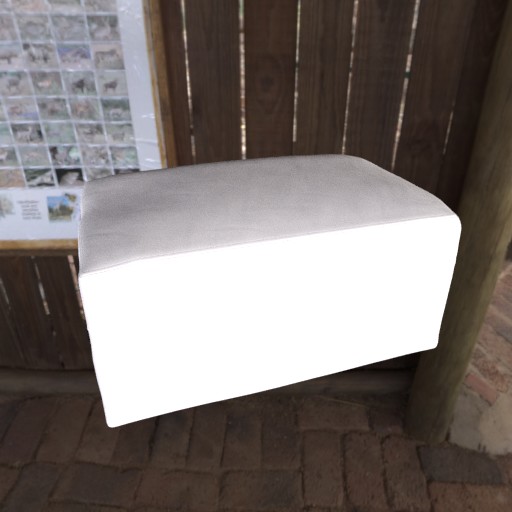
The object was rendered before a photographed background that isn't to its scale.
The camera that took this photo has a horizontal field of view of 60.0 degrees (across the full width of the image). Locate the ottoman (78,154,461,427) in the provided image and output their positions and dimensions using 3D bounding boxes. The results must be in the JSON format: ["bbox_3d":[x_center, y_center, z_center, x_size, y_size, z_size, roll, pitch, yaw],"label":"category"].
[{"bbox_3d":[0.000,0.000,1.213,0.872,0.444,0.590,-9,29,-16],"label":"ottoman"}]
